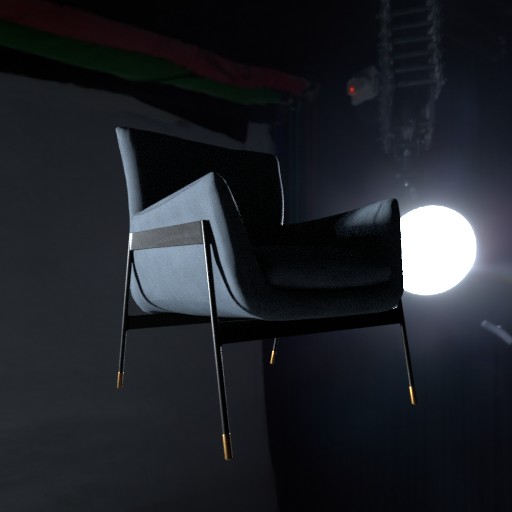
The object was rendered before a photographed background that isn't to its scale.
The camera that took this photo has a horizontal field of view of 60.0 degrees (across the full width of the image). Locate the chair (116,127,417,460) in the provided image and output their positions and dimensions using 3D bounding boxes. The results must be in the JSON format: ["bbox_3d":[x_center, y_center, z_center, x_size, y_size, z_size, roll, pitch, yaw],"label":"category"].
[{"bbox_3d":[0.000,0.000,1.376,0.678,0.858,0.709,1,-2,-36],"label":"chair"}]
